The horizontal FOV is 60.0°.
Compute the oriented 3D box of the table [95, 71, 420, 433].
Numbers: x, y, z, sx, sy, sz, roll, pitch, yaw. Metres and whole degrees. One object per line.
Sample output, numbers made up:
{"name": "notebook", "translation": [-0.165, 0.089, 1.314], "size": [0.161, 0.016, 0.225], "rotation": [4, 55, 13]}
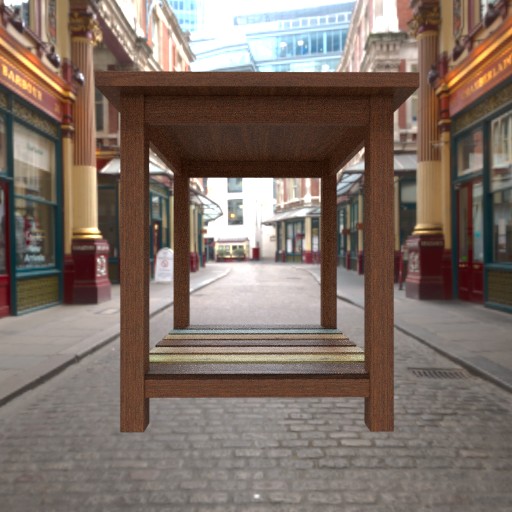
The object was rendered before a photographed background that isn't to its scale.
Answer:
{"name": "table", "translation": [0.000, 0.000, 1.093], "size": [0.559, 0.635, 0.660], "rotation": [0, 0, 0]}
